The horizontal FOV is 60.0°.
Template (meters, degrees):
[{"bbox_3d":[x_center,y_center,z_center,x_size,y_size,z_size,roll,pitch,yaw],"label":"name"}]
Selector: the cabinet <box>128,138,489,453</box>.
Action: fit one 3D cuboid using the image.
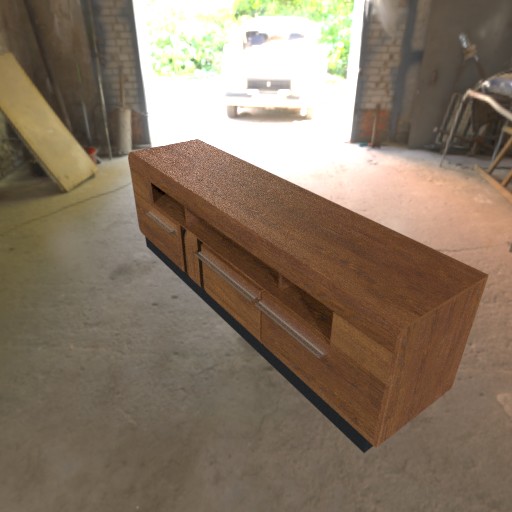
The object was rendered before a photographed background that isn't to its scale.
[{"bbox_3d":[0.000,0.000,1.802,0.419,0.510,1.600,-21,37,-30],"label":"cabinet"}]
